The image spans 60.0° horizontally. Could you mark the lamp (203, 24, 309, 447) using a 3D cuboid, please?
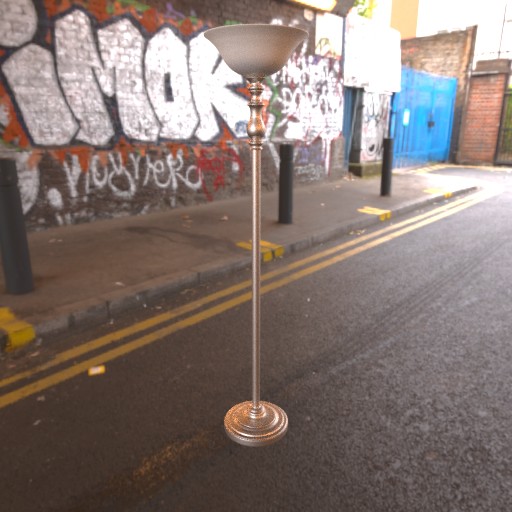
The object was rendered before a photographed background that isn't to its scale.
[{"bbox_3d":[0.000,0.000,1.956,0.405,1.771,0.405,-3,16,-9],"label":"lamp"}]
